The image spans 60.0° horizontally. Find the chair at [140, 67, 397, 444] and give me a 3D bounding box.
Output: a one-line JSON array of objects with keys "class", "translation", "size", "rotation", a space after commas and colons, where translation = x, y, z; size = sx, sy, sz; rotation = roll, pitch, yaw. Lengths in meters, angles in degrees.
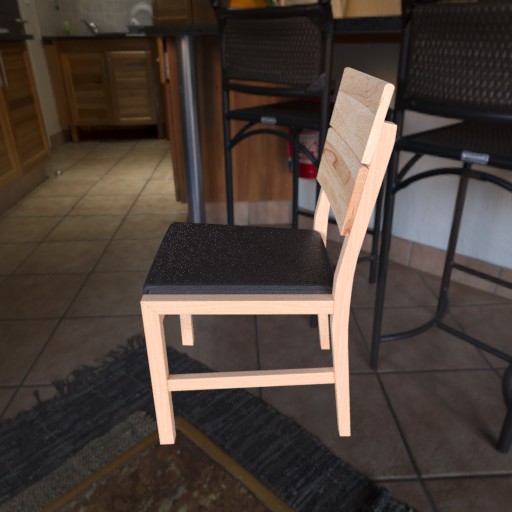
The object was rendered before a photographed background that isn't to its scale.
[{"class": "chair", "translation": [0.000, 0.000, 1.247], "size": [0.560, 0.950, 0.475], "rotation": [0, 27, 0]}]
